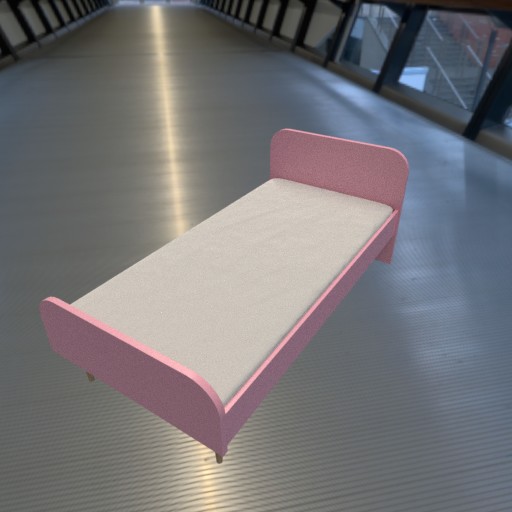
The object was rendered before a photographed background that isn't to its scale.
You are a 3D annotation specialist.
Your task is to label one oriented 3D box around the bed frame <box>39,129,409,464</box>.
[{"bbox_3d":[0.000,0.000,2.447,0.998,0.805,1.963,19,37,28],"label":"bed frame"}]
